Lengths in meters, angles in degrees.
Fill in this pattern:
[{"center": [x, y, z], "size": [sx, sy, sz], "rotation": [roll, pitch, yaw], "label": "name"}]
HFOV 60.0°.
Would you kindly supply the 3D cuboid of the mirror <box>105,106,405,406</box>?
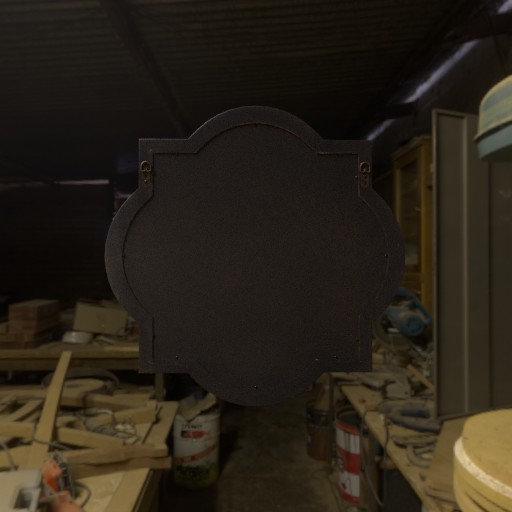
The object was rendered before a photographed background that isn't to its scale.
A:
[{"center": [0.000, 0.000, 1.045], "size": [0.686, 0.686, 0.019], "rotation": [0, 0, -1], "label": "mirror"}]
